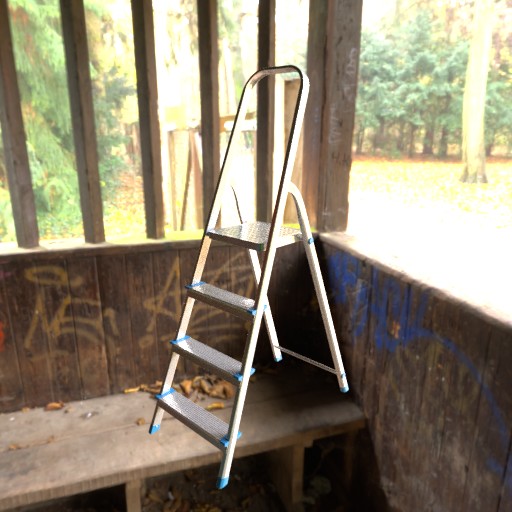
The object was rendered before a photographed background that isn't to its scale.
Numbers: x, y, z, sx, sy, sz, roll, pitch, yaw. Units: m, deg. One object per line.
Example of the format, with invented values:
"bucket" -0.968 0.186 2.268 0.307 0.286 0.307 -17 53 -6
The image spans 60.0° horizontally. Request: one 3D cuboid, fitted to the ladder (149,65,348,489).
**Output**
"ladder" 0.000 0.000 1.786 0.445 1.434 0.842 15 22 41
